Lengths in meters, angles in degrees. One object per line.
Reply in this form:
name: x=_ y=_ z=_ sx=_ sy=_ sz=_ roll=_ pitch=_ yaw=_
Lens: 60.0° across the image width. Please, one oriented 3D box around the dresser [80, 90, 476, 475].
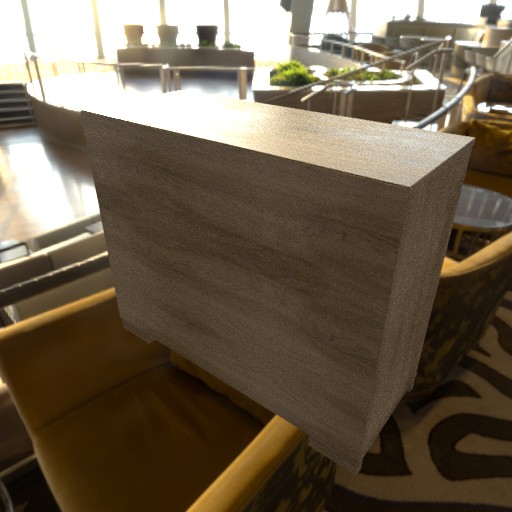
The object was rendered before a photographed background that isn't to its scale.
dresser: x=0.000 y=0.000 z=1.373 sx=0.994 sy=0.816 sz=0.404 roll=22 pitch=37 yaw=32
